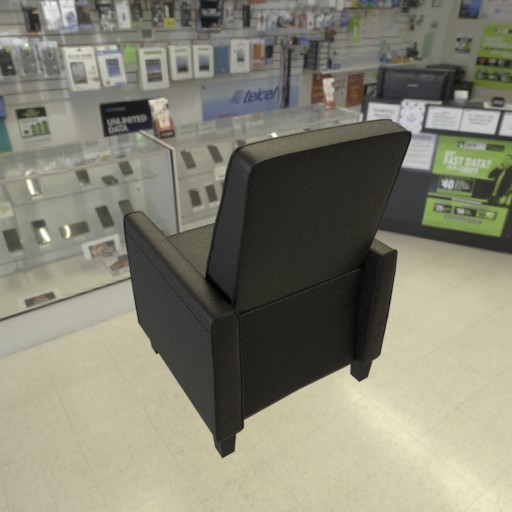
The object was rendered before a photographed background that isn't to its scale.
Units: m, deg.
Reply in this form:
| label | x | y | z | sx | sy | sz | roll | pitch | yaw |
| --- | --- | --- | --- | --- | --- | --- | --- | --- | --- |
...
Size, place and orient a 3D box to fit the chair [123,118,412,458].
| label | x | y | z | sx | sy | sz | roll | pitch | yaw |
| --- | --- | --- | --- | --- | --- | --- | --- | --- | --- |
| chair | 0.000 | 0.000 | 1.551 | 0.705 | 1.013 | 0.746 | -18 | 35 | -28 |
